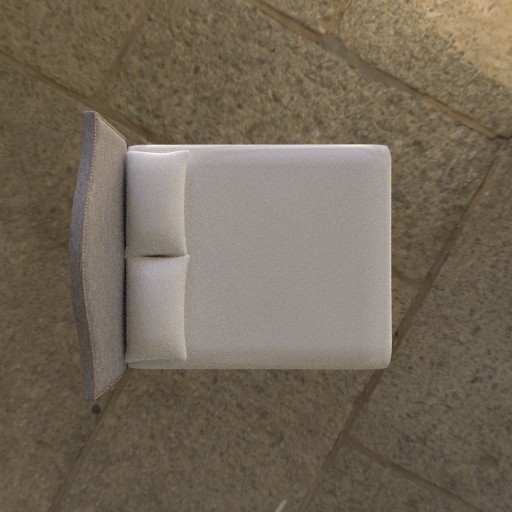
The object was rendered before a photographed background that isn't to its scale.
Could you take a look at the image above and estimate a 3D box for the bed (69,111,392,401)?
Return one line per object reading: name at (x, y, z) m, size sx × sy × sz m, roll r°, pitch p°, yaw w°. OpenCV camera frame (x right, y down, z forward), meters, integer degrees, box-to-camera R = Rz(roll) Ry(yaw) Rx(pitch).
bed at (0.000, 0.000, 2.862) m, size 1.870 × 1.295 × 1.610 m, roll 0°, pitch 90°, yaw 0°
